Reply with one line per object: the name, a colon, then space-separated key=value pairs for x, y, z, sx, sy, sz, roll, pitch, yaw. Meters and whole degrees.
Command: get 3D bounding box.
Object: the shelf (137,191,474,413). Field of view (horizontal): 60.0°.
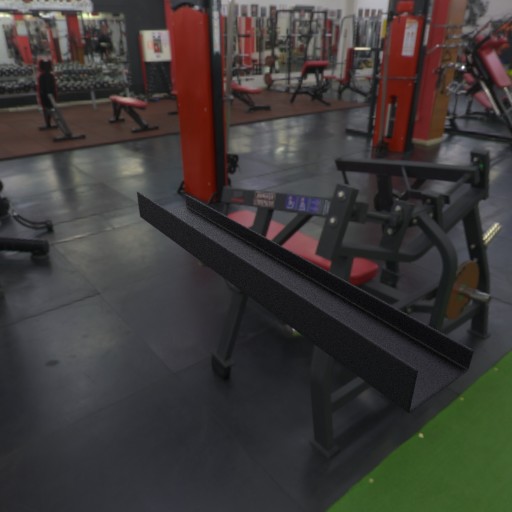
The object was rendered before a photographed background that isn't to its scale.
shelf: x=0.000 y=0.000 z=0.638 sx=0.102 sy=0.053 sz=0.605 roll=-18 pitch=32 yaw=-32
